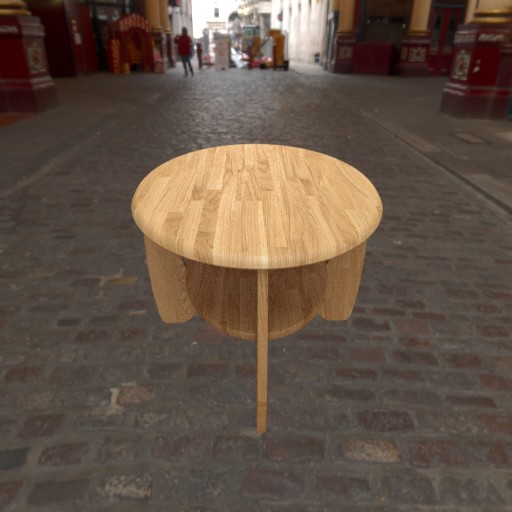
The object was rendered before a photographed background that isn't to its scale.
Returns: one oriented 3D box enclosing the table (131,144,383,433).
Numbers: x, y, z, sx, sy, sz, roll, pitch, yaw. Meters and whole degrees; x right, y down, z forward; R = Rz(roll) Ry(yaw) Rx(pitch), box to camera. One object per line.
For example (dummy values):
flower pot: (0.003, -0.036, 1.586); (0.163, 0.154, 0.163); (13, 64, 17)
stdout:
table: (0.000, 0.000, 1.405); (0.690, 0.490, 1.040); (-1, 26, -1)
